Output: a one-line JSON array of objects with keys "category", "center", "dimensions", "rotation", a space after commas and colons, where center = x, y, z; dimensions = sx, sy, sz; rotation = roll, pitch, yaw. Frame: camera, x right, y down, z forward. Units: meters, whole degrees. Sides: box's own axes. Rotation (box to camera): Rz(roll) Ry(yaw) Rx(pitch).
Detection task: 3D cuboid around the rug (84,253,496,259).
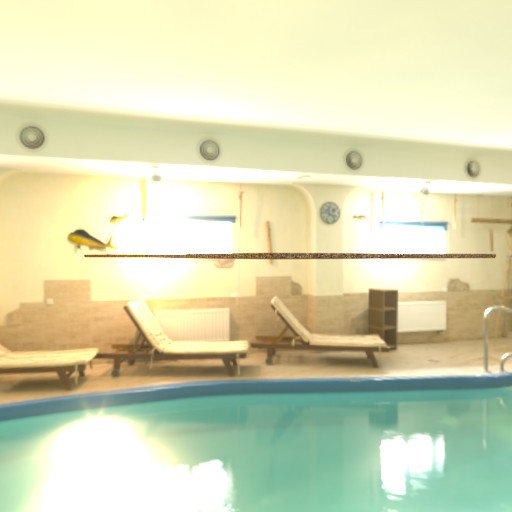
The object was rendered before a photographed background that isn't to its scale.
[{"category": "rug", "center": [0.000, 0.000, 3.361], "dimensions": [1.802, 0.026, 2.699], "rotation": [0, 0, -36]}]
